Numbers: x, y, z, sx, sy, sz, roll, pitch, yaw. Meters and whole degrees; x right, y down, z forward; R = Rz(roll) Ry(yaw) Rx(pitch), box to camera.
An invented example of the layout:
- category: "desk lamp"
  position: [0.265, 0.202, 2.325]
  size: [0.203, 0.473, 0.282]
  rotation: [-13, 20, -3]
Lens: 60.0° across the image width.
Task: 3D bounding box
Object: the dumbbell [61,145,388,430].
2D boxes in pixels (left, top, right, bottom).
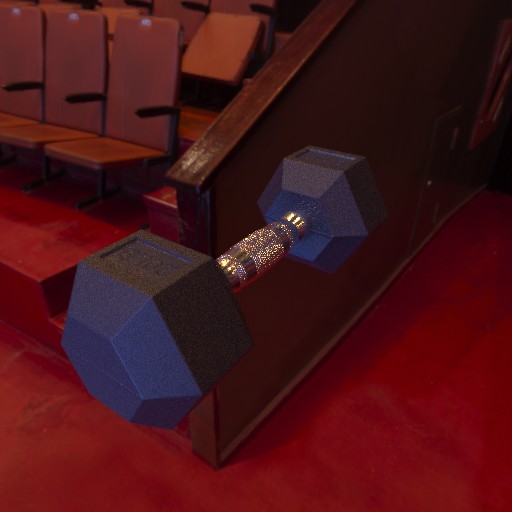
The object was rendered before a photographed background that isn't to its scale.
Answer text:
- category: "dumbbell"
  position: [0.000, 0.000, 0.317]
  size: [0.106, 0.092, 0.272]
  rotation: [20, 37, 30]
